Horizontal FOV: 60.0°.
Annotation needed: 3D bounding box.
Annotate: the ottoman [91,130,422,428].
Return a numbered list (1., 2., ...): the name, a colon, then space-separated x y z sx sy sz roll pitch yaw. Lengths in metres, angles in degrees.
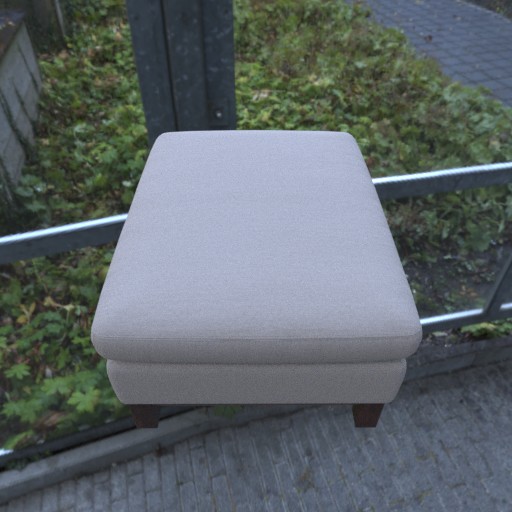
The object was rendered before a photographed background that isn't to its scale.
1. ottoman: 0.000 0.000 1.139 0.606 0.420 0.771 0 42 0
